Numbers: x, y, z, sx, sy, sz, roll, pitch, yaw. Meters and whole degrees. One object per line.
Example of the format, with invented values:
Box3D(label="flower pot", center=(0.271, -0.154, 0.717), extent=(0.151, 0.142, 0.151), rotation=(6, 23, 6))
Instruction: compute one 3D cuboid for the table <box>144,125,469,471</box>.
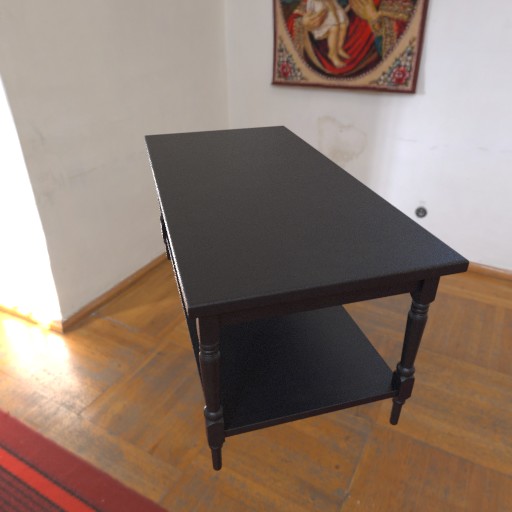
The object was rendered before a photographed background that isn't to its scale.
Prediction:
Box3D(label="table", center=(0.000, 0.000, 1.382), extent=(0.550, 0.510, 1.107), rotation=(-8, 31, -14))
